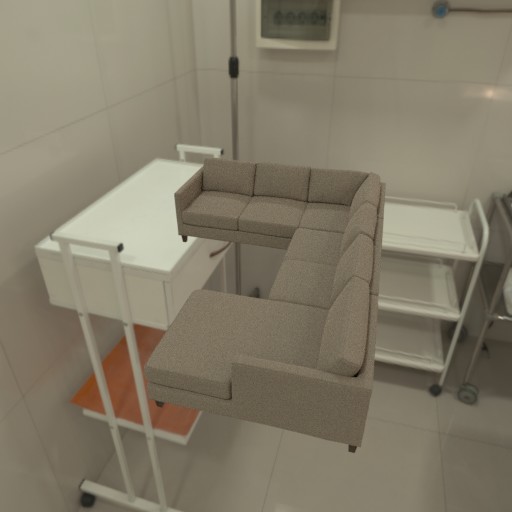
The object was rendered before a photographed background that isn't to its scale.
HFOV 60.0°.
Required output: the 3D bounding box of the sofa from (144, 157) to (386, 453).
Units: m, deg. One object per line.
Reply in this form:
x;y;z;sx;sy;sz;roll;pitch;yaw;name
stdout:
0.000;0.000;4.514;2.424;0.865;3.438;8;33;13;sofa
